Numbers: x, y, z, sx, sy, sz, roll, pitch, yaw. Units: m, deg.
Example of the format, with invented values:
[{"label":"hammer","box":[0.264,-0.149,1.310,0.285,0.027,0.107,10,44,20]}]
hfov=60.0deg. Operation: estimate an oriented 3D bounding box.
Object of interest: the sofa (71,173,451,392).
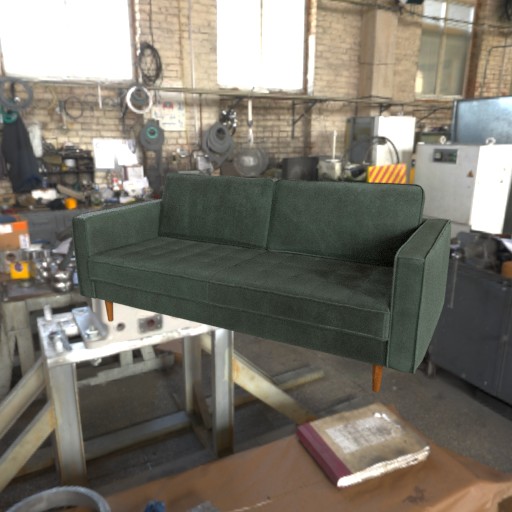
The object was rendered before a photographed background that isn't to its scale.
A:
[{"label":"sofa","box":[0.000,0.000,2.333,1.816,0.781,0.886,8,17,28]}]
